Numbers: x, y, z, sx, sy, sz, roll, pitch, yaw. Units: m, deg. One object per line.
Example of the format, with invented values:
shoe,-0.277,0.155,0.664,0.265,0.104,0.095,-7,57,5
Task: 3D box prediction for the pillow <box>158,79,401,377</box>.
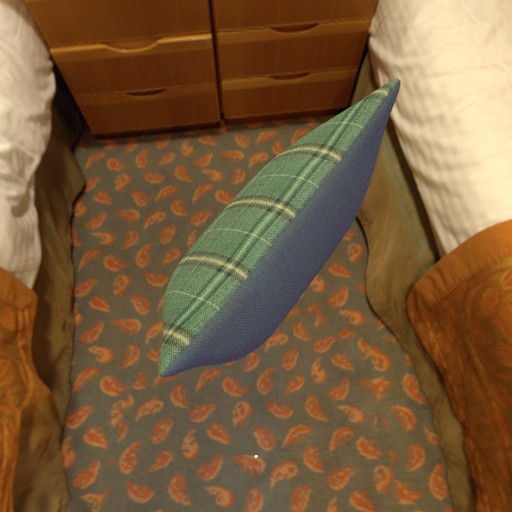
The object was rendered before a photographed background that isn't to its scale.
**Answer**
pillow,0.000,0.000,0.688,0.200,0.430,0.453,34,70,14
